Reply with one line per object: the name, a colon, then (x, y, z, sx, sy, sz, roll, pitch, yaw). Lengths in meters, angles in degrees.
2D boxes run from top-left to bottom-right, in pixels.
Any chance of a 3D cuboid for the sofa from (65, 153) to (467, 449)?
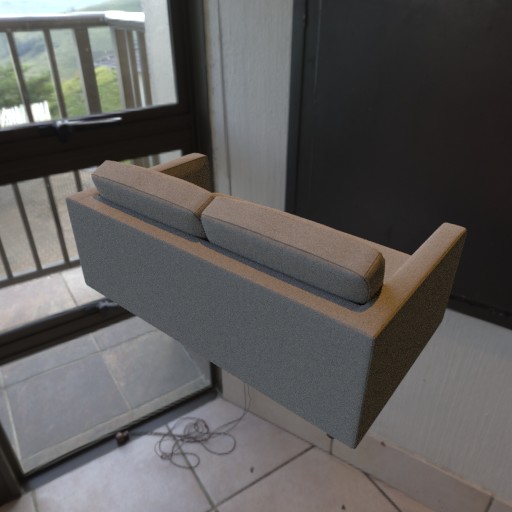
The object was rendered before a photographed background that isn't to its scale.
sofa: (0.000, 0.000, 2.287, 1.731, 0.900, 1.000, 22, 38, 32)
